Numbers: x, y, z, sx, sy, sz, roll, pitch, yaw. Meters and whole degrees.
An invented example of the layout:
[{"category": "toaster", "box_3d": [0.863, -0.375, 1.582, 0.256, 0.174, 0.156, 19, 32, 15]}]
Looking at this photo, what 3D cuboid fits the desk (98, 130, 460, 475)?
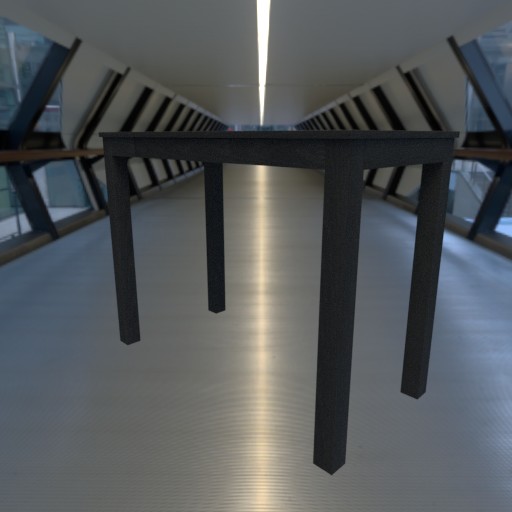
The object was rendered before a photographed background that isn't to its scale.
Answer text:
[{"category": "desk", "box_3d": [0.000, 0.000, 1.412, 0.499, 0.762, 0.991, -15, 21, -43]}]
